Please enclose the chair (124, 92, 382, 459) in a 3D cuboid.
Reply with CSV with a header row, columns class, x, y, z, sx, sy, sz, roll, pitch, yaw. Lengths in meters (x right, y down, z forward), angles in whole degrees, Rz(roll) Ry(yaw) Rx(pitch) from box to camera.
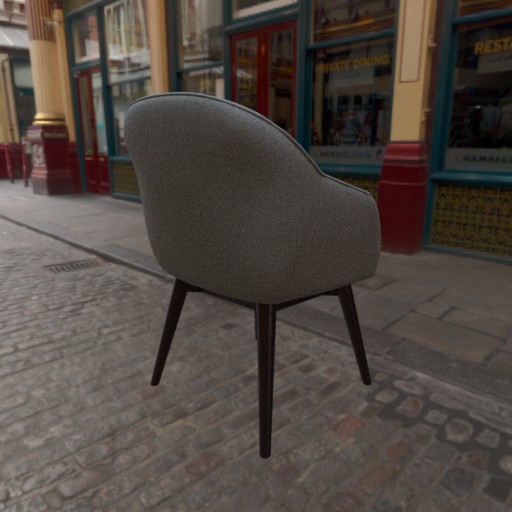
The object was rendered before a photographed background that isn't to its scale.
class,x,y,z,sx,sy,sz,roll,pitch,yaw
chair,0.000,0.000,1.242,0.589,0.810,0.611,13,19,43
